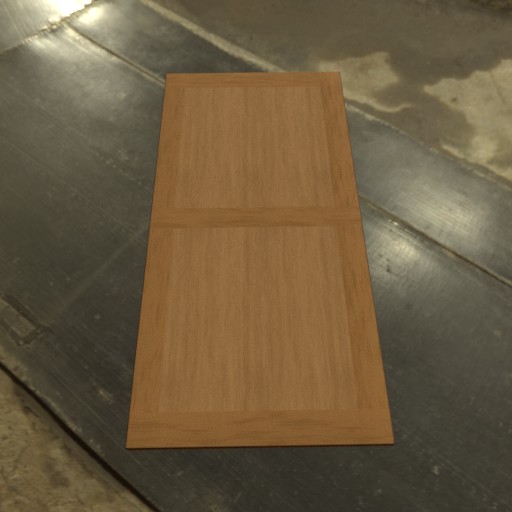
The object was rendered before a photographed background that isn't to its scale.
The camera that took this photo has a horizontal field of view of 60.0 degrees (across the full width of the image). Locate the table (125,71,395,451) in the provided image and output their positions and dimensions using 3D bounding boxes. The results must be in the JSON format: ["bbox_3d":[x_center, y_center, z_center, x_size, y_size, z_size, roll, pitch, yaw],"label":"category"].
[{"bbox_3d":[0.000,0.000,2.427,1.000,0.762,1.982,-1,63,0],"label":"table"}]
